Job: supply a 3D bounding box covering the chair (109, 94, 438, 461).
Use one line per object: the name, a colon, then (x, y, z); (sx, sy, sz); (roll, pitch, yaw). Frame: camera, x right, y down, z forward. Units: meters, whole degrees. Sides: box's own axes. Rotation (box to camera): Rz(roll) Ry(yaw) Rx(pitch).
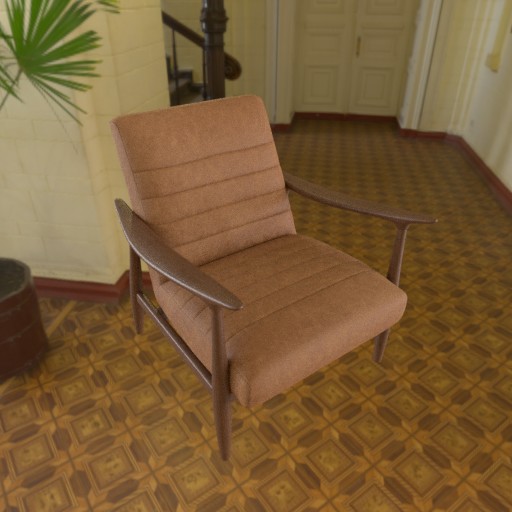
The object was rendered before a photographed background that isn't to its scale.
chair: (0.000, 0.000, 1.433); (0.741, 0.832, 0.798); (-21, 37, -30)
